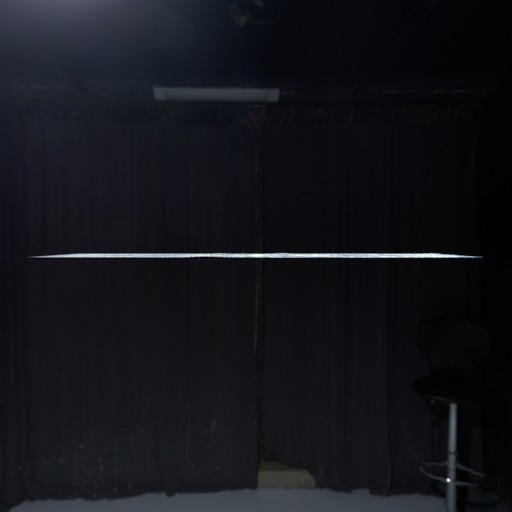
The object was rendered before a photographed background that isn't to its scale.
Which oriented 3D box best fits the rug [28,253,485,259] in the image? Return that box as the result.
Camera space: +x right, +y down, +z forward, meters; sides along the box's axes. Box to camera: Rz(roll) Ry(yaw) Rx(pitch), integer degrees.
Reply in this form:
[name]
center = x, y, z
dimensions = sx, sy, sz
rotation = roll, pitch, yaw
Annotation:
[rug]
center = 0.000, 0.000, 2.504
dimensions = 2.283, 0.016, 0.602
rotation = 0, 2, 0
